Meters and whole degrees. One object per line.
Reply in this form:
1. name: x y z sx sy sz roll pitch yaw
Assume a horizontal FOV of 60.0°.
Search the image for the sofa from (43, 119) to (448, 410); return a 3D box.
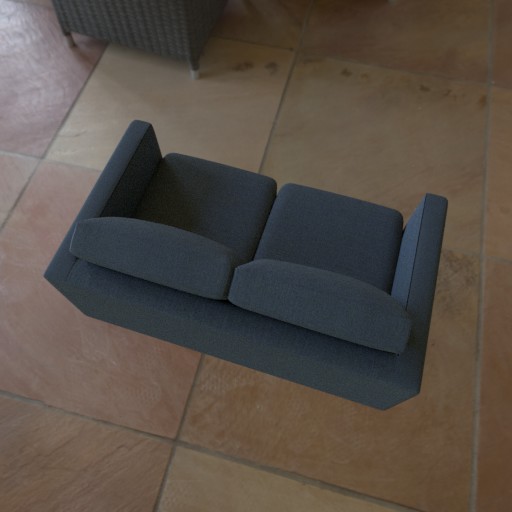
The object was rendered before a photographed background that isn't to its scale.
1. sofa: 0.000 0.000 2.275 1.659 0.907 0.999 16 65 8
